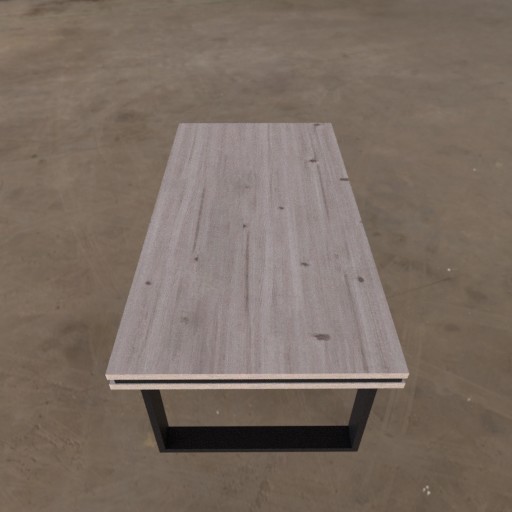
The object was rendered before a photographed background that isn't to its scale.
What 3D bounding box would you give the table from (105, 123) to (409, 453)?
[{"bbox_3d":[0.000,0.000,1.678,0.700,0.450,1.350,0,41,0],"label":"table"}]
